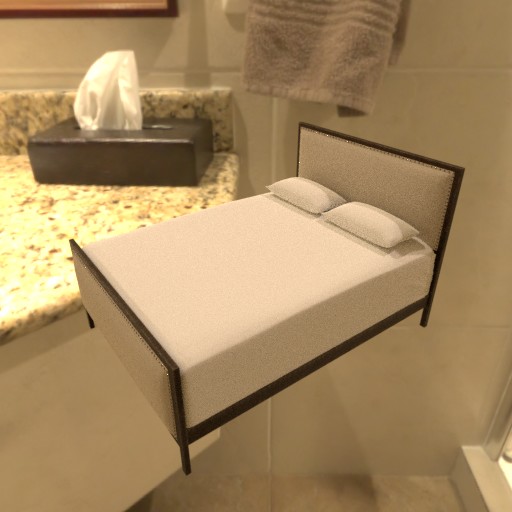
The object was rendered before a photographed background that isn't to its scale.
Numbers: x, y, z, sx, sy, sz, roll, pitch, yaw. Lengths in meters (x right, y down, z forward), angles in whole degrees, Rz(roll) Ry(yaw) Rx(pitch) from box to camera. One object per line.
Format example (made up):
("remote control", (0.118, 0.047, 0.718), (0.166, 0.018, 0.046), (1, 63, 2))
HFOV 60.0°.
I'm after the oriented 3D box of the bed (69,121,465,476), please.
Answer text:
("bed", (0.000, 0.000, 3.214), (2.221, 1.313, 1.607), (-20, 36, -31))
